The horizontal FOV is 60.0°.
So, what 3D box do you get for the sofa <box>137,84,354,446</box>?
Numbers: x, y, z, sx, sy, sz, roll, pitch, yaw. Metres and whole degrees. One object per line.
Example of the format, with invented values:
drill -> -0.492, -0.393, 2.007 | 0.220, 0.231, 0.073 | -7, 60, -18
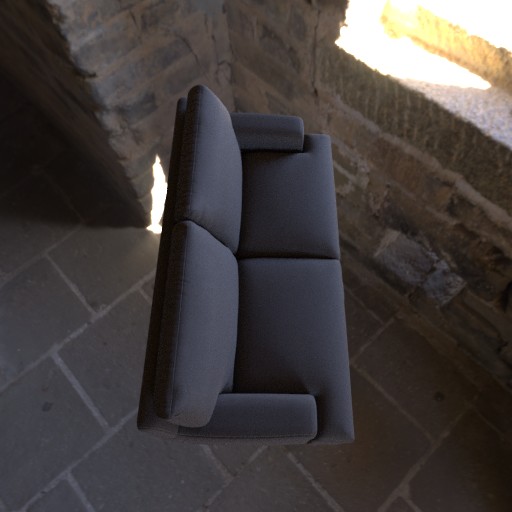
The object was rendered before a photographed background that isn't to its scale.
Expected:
sofa -> 0.000, 0.000, 2.886 | 1.140, 0.950, 2.271 | 1, 63, 0
